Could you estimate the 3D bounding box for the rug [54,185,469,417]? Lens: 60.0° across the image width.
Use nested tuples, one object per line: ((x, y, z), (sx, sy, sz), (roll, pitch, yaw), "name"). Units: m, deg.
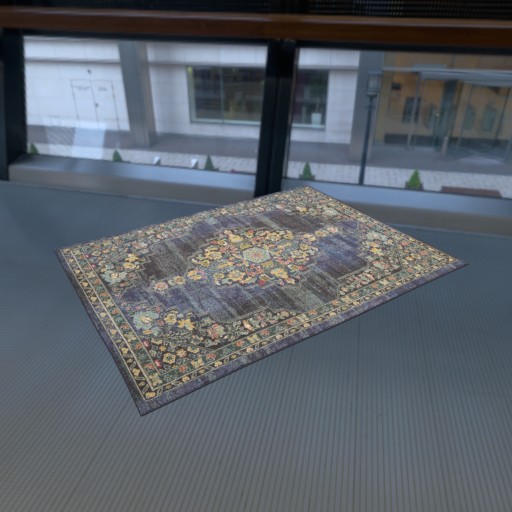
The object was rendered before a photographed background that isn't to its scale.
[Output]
((0.000, 0.000, 4.799), (3.612, 0.035, 2.716), (-18, 35, -28), "rug")
